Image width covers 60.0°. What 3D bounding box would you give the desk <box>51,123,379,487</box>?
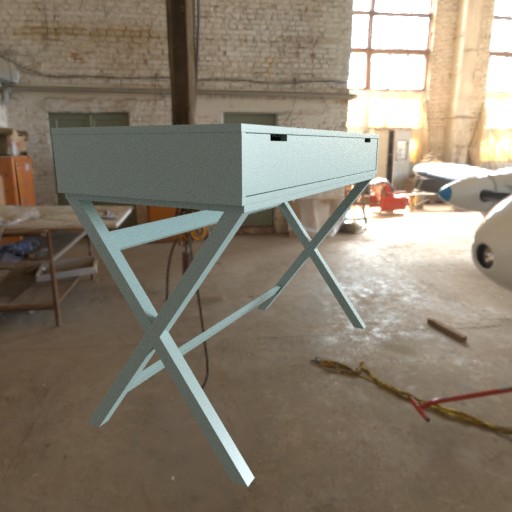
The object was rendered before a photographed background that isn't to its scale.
[{"bbox_3d":[0.000,0.000,1.450,0.509,0.780,1.059,7,16,27],"label":"desk"}]
